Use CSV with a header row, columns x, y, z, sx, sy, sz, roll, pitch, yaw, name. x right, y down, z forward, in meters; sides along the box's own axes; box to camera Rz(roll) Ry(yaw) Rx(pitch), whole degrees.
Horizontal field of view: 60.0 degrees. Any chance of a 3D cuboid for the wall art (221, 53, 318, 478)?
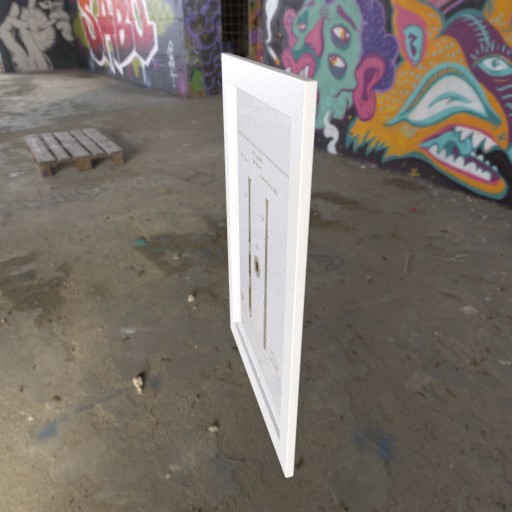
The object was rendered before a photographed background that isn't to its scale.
x,y,z,sx,sy,sz,roll,pitch,yaw,name
0.000,0.000,0.601,0.011,0.482,0.329,-7,29,-14,wall art
